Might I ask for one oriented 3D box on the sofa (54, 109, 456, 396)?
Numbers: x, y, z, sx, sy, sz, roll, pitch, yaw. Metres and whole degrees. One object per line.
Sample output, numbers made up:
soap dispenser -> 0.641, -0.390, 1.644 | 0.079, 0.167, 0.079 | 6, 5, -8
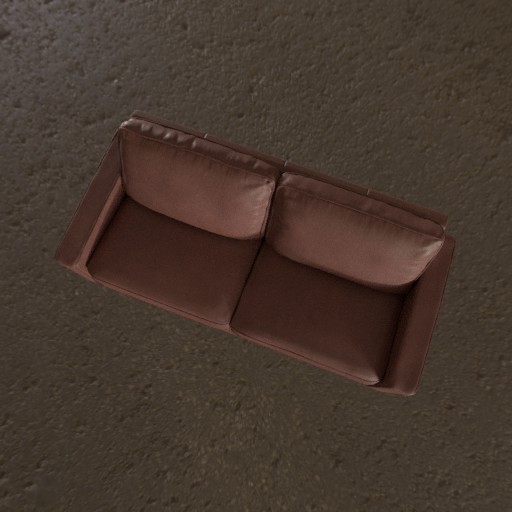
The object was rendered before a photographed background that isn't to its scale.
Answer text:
sofa -> 0.000, 0.000, 2.572 | 2.080, 0.919, 0.940 | 20, 76, 5
